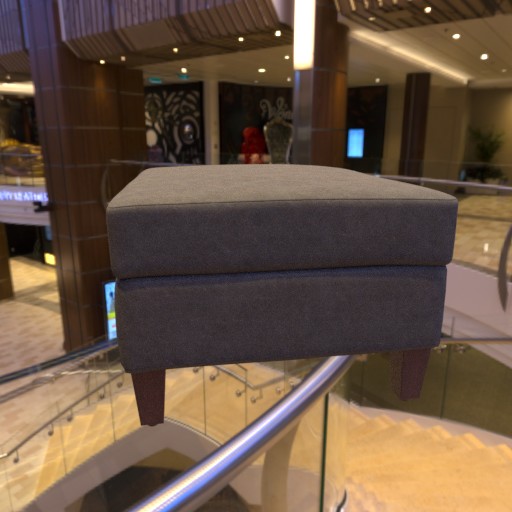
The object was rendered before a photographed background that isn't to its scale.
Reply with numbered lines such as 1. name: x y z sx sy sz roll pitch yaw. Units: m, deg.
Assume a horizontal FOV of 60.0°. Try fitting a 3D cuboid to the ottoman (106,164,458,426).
1. ottoman: 0.000 0.000 1.194 0.639 0.464 0.839 -2 15 -9
